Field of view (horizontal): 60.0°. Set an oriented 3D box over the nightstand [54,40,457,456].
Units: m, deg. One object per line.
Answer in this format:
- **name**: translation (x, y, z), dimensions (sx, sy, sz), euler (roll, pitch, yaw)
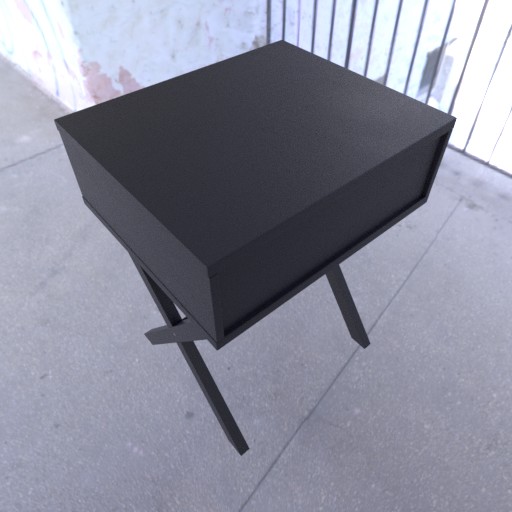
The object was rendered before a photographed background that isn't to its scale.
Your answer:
- **nightstand**: translation (0.000, 0.000, 0.912), dimensions (0.479, 0.623, 0.402), euler (-32, 55, -26)
